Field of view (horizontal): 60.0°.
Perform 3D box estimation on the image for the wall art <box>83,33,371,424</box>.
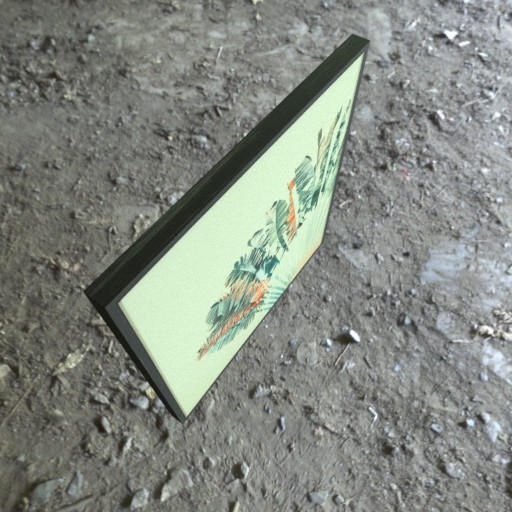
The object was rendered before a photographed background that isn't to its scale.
[{"bbox_3d":[0.000,0.000,1.095,0.043,0.758,0.762,31,63,18],"label":"wall art"}]
